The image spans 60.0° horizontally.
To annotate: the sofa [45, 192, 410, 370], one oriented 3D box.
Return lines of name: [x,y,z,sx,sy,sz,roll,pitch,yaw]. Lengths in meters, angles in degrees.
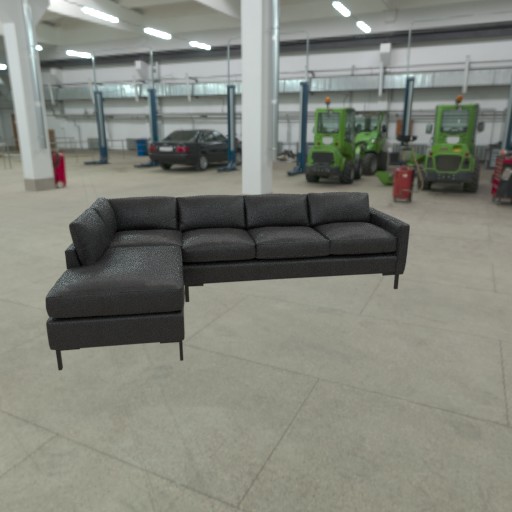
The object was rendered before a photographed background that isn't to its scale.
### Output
sofa: [0.000,0.000,3.874,2.984,0.877,1.938,-3,17,-9]
